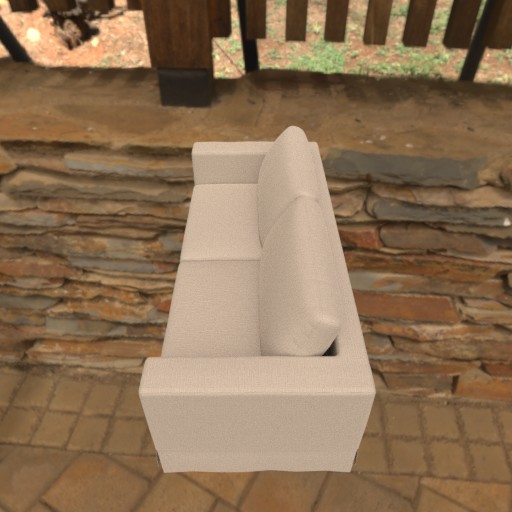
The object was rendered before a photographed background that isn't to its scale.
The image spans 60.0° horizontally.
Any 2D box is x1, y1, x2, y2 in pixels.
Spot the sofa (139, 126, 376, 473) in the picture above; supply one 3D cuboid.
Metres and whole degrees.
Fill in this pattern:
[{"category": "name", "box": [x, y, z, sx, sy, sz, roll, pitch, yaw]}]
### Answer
[{"category": "sofa", "box": [0.000, 0.000, 2.660, 0.954, 0.881, 2.163, 0, 41, 0]}]
